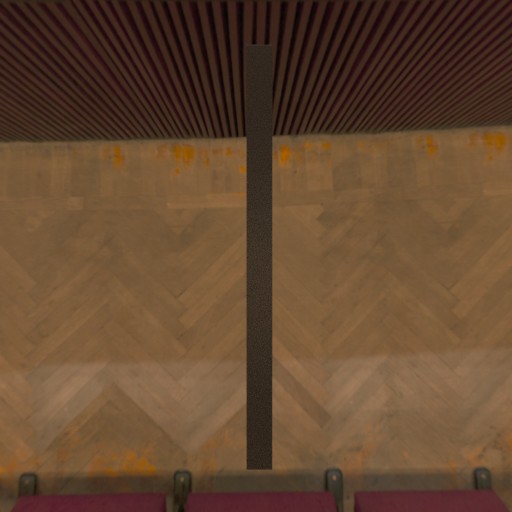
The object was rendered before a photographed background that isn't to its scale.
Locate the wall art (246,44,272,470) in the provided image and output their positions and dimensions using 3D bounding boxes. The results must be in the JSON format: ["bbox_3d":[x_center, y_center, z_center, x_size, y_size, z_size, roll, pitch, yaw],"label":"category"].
[{"bbox_3d":[0.000,0.000,0.755,0.028,0.557,0.457,0,90,-1],"label":"wall art"}]
